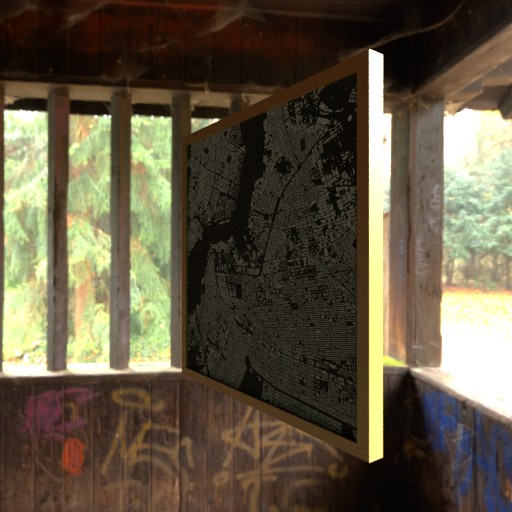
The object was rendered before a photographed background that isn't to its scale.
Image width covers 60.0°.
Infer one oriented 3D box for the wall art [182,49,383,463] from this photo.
[{"bbox_3d":[0.000,0.000,2.871,0.099,1.926,1.926,0,0,-36],"label":"wall art"}]
